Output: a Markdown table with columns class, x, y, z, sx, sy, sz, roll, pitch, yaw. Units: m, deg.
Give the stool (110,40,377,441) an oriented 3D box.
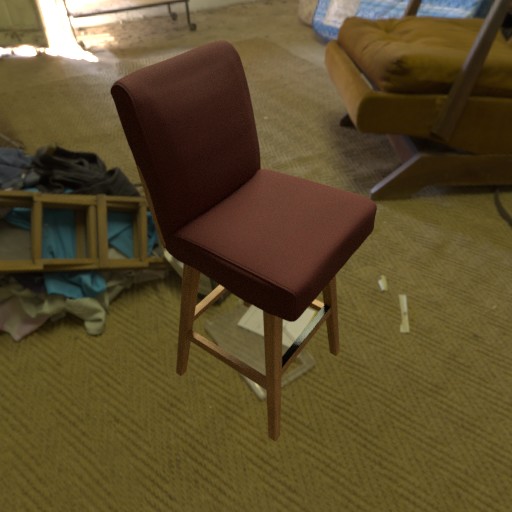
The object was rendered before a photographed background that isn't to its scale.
| class | x | y | z | sx | sy | sz | roll | pitch | yaw |
| --- | --- | --- | --- | --- | --- | --- | --- | --- | --- |
| stool | 0.000 | 0.000 | 1.374 | 0.562 | 1.093 | 0.468 | 26 | 48 | 26 |
